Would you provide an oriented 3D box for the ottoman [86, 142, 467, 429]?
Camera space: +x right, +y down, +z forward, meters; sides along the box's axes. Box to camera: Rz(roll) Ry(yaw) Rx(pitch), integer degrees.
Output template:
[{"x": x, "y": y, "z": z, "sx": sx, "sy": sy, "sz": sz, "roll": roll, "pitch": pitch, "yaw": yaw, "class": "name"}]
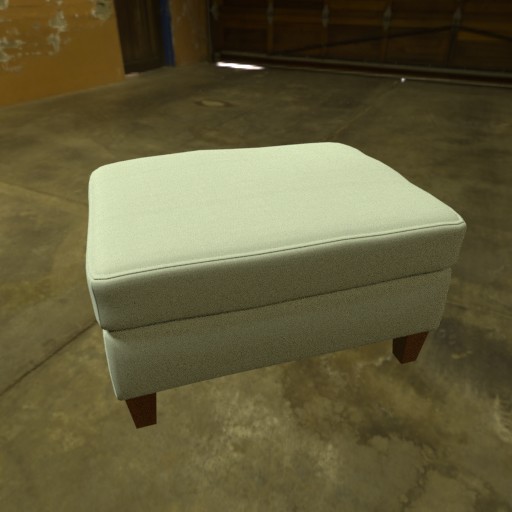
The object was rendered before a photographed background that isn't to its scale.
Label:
[{"x": 0.000, "y": 0.000, "z": 1.224, "sx": 0.818, "sy": 0.496, "sz": 0.634, "roll": -9, "pitch": 32, "yaw": -15, "class": "ottoman"}]
